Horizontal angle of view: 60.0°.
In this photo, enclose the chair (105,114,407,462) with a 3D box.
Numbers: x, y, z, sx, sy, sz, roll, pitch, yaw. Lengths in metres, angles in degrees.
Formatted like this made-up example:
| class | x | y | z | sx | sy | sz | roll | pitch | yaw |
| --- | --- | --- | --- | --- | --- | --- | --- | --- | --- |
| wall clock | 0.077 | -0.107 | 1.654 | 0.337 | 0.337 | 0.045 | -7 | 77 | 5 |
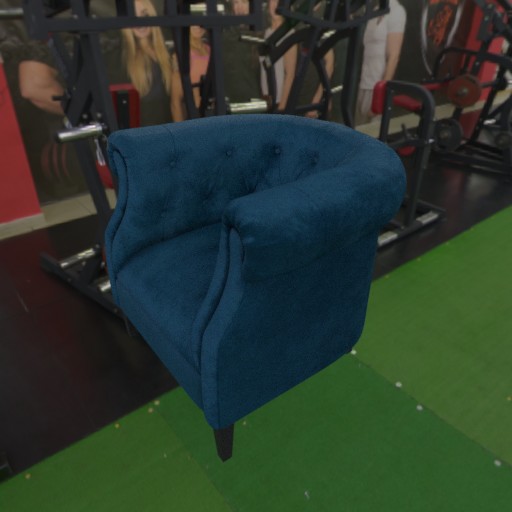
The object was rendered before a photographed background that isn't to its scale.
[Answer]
| class | x | y | z | sx | sy | sz | roll | pitch | yaw |
| --- | --- | --- | --- | --- | --- | --- | --- | --- | --- |
| chair | 0.000 | 0.000 | 1.567 | 0.851 | 0.826 | 0.904 | -21 | 37 | -31 |
